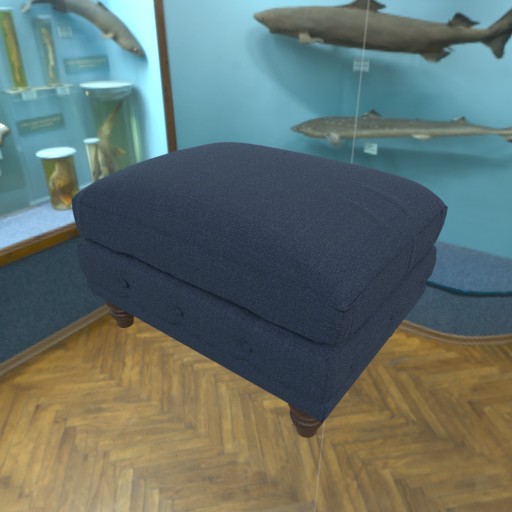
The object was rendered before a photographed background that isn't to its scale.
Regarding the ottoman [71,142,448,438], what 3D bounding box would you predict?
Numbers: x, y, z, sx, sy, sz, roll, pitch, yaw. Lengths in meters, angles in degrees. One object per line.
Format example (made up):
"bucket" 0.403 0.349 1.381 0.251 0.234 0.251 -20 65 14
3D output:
"ottoman" 0.000 0.000 1.148 0.767 0.486 0.558 20 35 32
